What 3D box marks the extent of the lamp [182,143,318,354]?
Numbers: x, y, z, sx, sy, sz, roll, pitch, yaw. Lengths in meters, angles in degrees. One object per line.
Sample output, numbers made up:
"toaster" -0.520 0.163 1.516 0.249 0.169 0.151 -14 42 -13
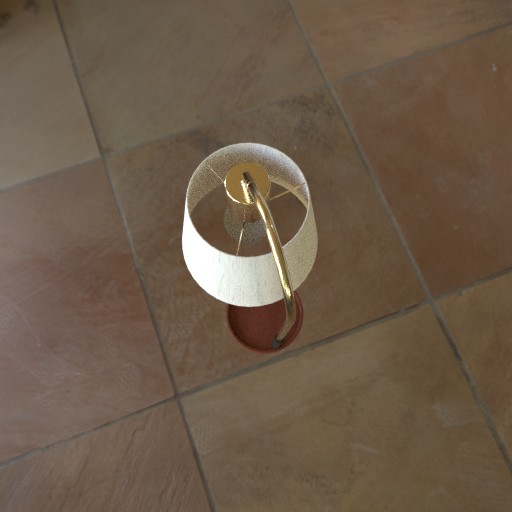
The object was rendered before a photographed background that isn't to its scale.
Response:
"lamp" 0.000 0.000 0.671 0.211 0.536 0.273 -17 76 -4
